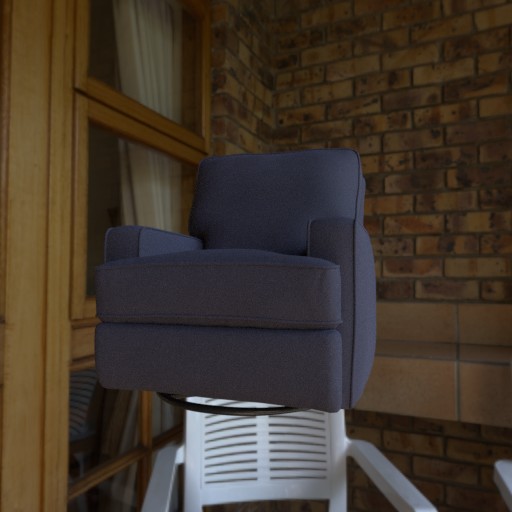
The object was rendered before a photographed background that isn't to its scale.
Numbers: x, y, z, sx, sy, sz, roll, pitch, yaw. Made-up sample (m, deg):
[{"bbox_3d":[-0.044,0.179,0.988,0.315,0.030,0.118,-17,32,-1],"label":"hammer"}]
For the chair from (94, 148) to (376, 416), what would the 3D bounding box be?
[{"bbox_3d":[0.000,0.000,1.693,0.861,0.962,0.964,-1,-3,18],"label":"chair"}]
